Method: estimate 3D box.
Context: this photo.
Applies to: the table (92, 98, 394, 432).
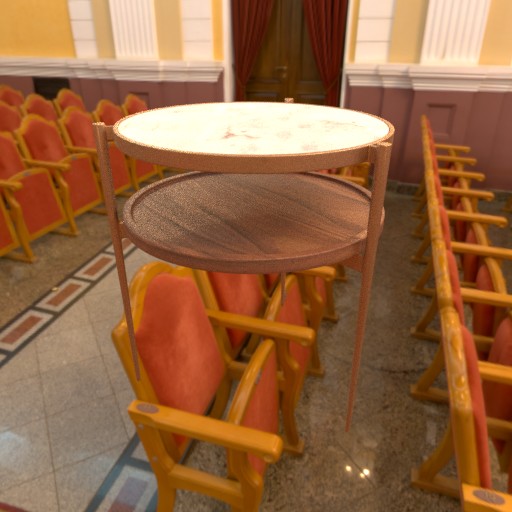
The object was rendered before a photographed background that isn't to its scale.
[{"bbox_3d":[0.000,0.000,0.811,0.430,0.493,0.456,8,28,16],"label":"table"}]
